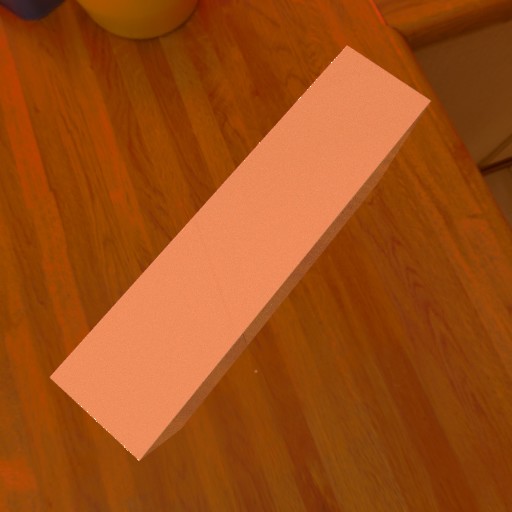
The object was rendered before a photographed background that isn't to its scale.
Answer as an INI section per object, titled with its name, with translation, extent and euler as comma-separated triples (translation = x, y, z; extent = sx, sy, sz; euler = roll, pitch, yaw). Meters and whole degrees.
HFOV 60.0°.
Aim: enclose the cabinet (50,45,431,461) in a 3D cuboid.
[cabinet]
translation = 0.000, 0.000, 1.967
extent = 0.400, 0.800, 1.650
euler = 38, 79, 9
